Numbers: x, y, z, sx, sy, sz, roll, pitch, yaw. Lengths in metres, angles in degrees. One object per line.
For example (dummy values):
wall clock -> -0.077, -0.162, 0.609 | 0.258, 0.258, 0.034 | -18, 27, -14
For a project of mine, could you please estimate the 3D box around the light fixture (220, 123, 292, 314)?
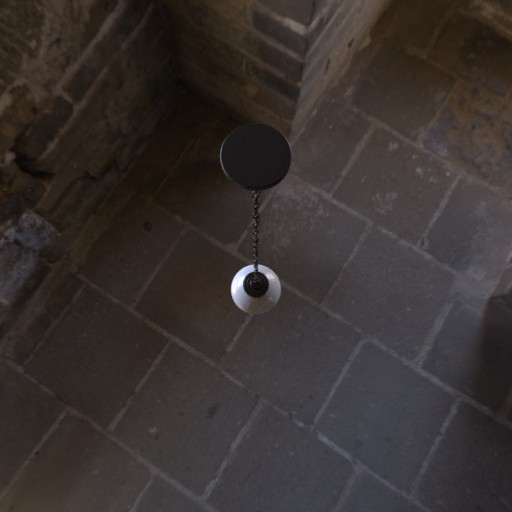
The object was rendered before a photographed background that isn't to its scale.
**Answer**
light fixture -> 0.000, 0.000, 1.966 | 0.305, 1.867, 0.304 | -14, 75, -4
